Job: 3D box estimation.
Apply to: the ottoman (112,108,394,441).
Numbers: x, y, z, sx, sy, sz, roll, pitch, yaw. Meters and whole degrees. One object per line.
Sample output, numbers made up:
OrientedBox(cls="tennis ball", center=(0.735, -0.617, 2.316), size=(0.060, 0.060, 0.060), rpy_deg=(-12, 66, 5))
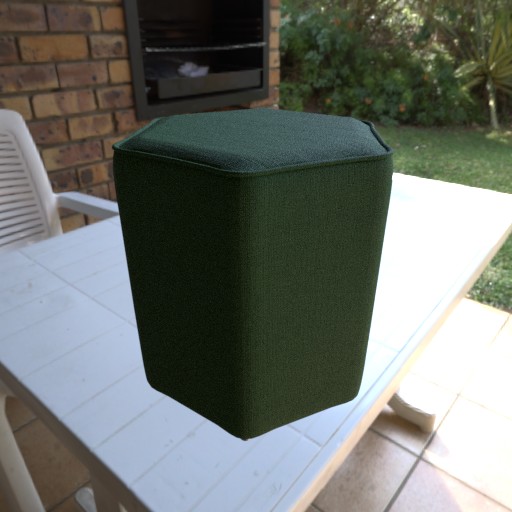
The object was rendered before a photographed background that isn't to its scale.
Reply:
OrientedBox(cls="ottoman", center=(0.000, 0.000, 0.885), size=(0.499, 0.507, 0.444), rpy_deg=(18, 32, 31))
